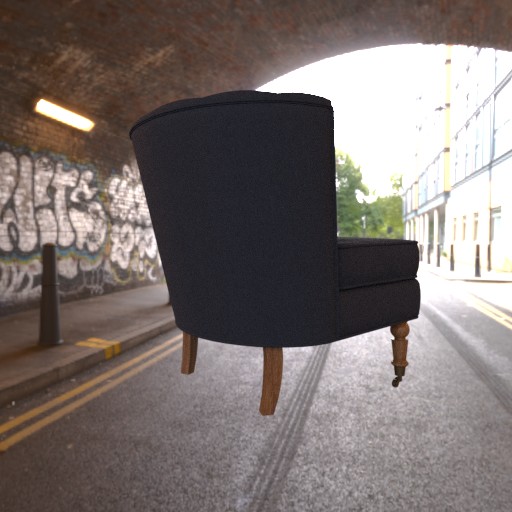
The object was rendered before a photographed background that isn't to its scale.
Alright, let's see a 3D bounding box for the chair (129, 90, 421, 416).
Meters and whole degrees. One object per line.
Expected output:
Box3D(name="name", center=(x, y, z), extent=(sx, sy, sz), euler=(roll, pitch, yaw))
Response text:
Box3D(name="chair", center=(0.000, 0.000, 1.338), extent=(0.718, 0.771, 0.740), euler=(-2, 3, -37))
